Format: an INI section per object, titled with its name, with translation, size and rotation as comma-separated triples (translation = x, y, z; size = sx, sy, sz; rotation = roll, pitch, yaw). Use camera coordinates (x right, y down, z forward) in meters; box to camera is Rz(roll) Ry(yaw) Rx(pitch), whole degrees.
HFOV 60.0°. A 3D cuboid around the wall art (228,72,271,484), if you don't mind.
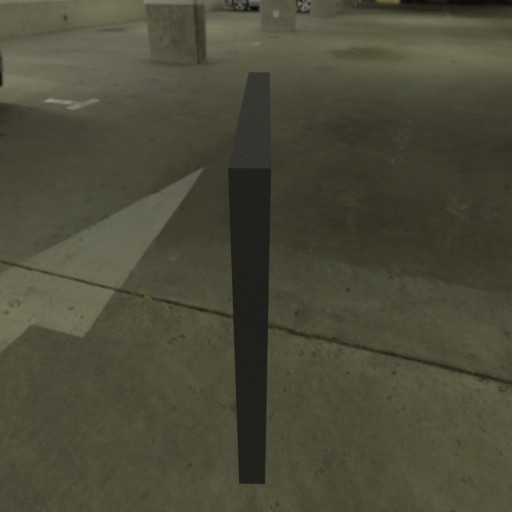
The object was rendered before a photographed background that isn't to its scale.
[wall art]
translation = 0.000, 0.000, 0.763
size = 0.040, 0.509, 0.509
rotation = 1, 32, 1
